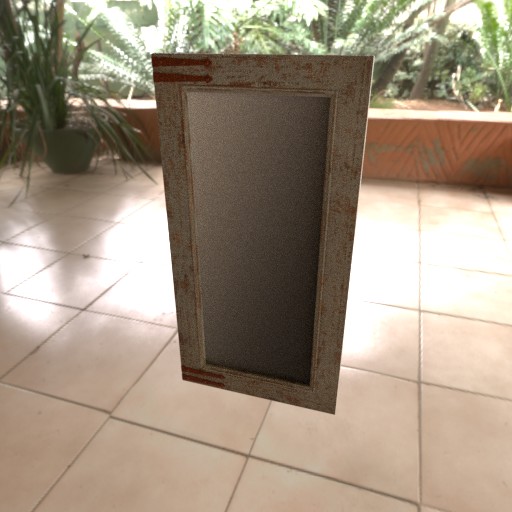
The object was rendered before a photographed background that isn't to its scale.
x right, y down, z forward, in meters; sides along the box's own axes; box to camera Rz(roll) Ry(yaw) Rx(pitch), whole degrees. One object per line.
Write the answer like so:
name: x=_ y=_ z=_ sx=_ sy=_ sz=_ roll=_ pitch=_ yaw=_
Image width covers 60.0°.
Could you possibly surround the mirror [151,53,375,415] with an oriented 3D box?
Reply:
mirror: x=0.000 y=0.000 z=1.113 sx=0.472 sy=0.922 sz=0.027 roll=8 pitch=28 yaw=15
